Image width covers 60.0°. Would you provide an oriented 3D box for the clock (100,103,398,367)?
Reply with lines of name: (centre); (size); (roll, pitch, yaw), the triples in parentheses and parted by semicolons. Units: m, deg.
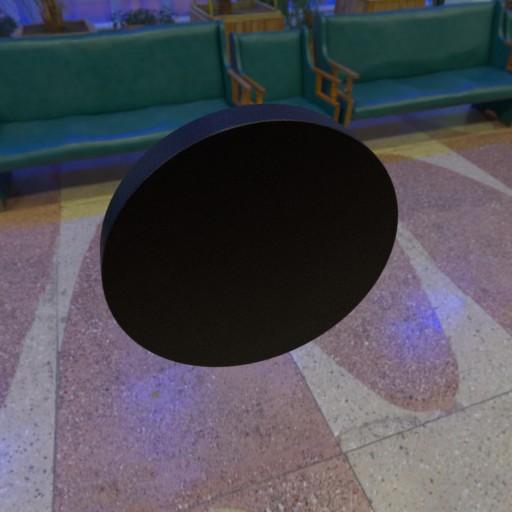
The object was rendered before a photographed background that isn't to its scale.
clock: (0.000, 0.000, 0.473); (0.314, 0.314, 0.040); (-11, 41, -13)
